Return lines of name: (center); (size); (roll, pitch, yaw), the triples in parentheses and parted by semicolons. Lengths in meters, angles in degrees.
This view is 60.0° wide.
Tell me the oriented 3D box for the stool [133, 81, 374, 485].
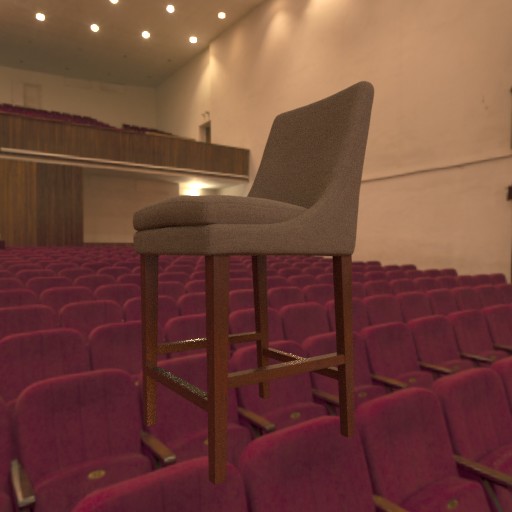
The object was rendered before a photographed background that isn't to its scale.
stool: (0.000, 0.000, 1.266); (0.577, 0.981, 0.470); (-1, 1, -35)
